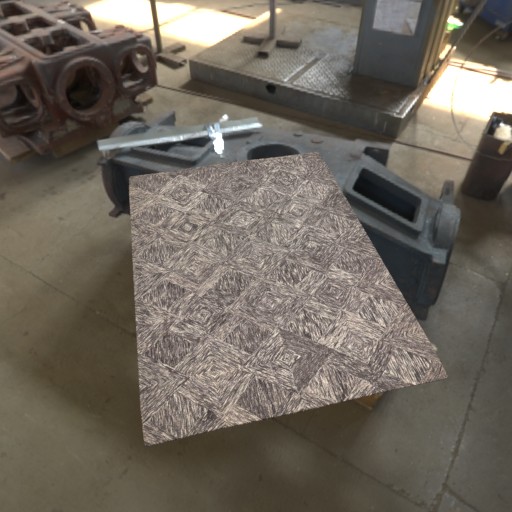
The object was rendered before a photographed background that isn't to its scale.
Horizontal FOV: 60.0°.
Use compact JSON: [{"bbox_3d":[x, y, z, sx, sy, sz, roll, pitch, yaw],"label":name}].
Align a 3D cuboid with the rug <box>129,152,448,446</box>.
[{"bbox_3d":[0.000,0.000,5.514,2.997,0.020,4.093,-9,47,-9],"label":"rug"}]
